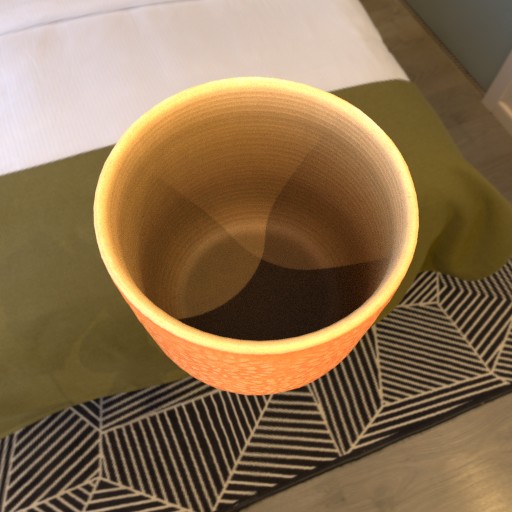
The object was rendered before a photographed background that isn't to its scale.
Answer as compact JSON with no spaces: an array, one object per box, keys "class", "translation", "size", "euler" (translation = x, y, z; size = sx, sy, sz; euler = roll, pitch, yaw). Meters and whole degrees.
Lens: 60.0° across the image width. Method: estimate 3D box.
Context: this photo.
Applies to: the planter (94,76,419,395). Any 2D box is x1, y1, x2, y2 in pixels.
[{"class":"planter","translation":[0.000,0.000,0.287],"size":[0.170,0.152,0.170],"euler":[0,63,0]}]
